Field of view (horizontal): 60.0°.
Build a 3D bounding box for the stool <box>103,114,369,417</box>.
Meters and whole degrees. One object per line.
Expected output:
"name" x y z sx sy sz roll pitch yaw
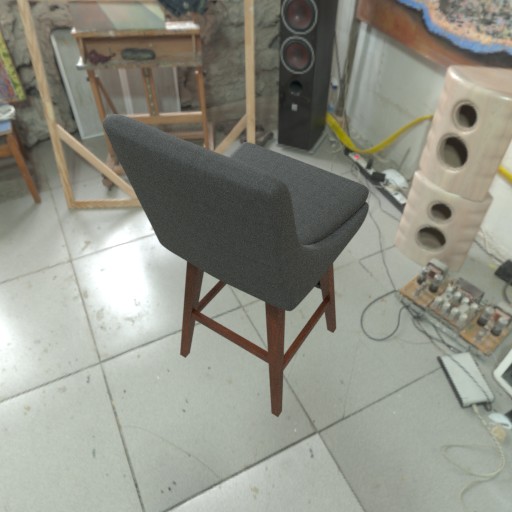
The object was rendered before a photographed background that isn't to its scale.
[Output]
"stool" 0.000 0.000 1.269 0.447 0.977 0.524 26 52 23
